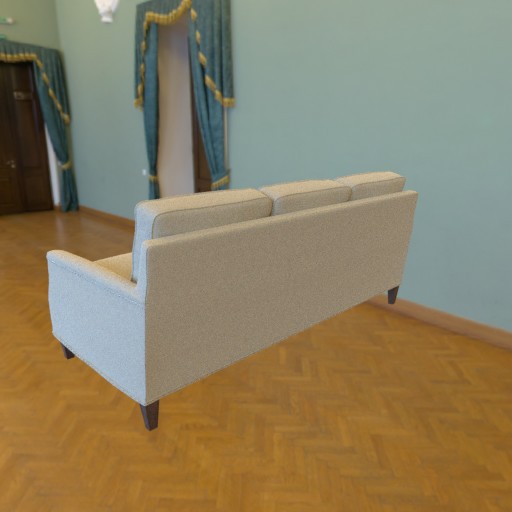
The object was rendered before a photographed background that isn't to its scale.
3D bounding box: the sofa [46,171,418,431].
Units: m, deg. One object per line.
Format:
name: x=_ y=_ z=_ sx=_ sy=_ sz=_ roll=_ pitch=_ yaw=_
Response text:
sofa: x=0.000 y=0.000 z=2.826 sx=2.246 sy=1.003 sz=1.084 roll=-15 pitch=22 yaw=-42
